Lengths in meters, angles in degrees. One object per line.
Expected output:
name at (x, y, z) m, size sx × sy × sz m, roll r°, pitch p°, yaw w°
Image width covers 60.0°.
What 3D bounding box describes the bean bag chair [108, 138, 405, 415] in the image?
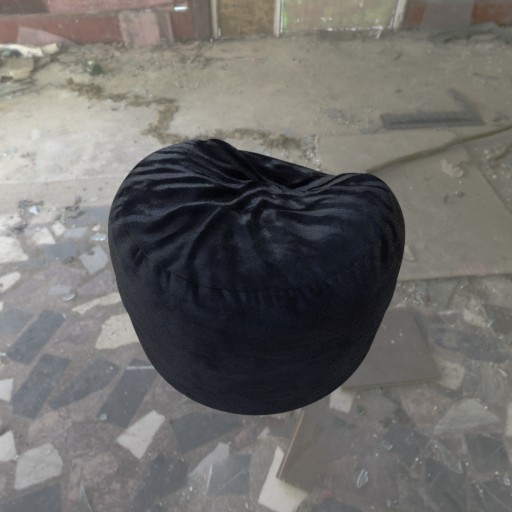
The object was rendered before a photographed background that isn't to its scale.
bean bag chair at (0.000, 0.000, 1.501) m, size 0.918 × 0.616 × 0.918 m, roll 0°, pitch 46°, yaw 0°
